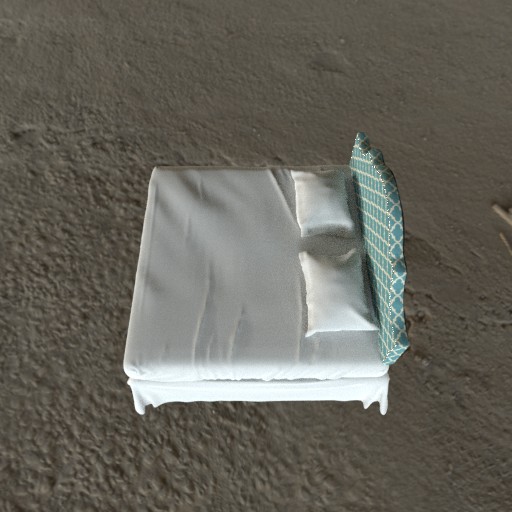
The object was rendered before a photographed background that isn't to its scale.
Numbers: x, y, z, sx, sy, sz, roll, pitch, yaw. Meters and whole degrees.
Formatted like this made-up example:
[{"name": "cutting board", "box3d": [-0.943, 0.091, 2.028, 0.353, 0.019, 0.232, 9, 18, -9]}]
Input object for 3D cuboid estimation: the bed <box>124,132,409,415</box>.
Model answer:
[{"name": "bed", "box3d": [0.000, 0.000, 3.721, 2.222, 1.601, 2.314, 0, 58, 0]}]
